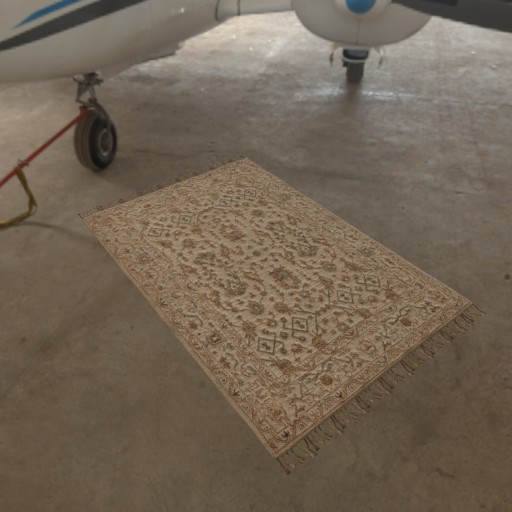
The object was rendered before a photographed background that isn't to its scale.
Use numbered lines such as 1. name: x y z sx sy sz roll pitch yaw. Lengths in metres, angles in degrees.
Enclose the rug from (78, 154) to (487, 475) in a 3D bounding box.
1. rug: 0.000 0.000 2.947 1.529 0.027 2.434 -27 47 -28
